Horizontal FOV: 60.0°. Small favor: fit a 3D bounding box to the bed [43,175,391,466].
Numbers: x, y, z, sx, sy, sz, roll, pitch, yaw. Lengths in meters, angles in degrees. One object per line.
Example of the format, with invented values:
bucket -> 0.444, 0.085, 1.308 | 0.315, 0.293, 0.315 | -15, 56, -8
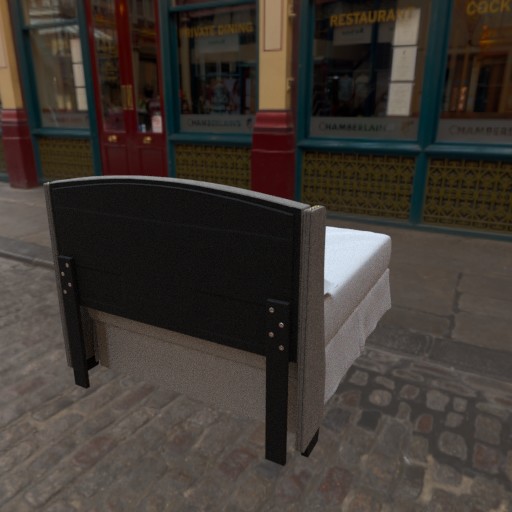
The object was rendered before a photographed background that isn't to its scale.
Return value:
bed -> 0.000, 0.000, 3.337 | 1.710, 1.407, 2.237 | 9, 20, 27
